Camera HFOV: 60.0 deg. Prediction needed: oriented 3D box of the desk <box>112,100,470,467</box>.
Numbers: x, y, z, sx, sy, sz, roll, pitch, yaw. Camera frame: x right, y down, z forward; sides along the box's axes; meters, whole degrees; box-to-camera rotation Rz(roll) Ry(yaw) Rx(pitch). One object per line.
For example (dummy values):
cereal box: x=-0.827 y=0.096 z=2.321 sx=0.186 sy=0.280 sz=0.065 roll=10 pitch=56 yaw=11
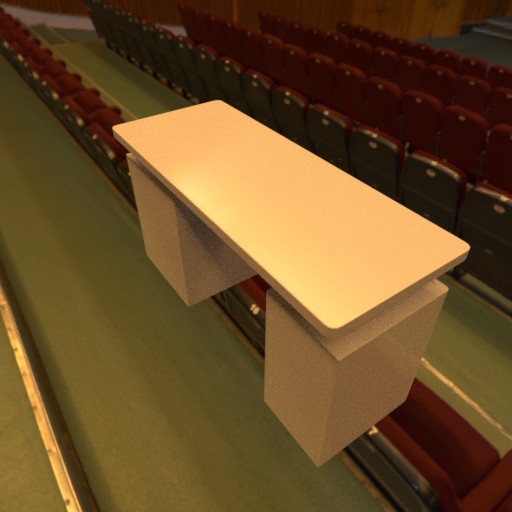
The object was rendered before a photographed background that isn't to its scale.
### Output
desk: x=0.000 y=0.000 z=1.837 sx=0.550 sy=0.762 sz=1.400 roll=-24 pitch=46 yaw=-26
